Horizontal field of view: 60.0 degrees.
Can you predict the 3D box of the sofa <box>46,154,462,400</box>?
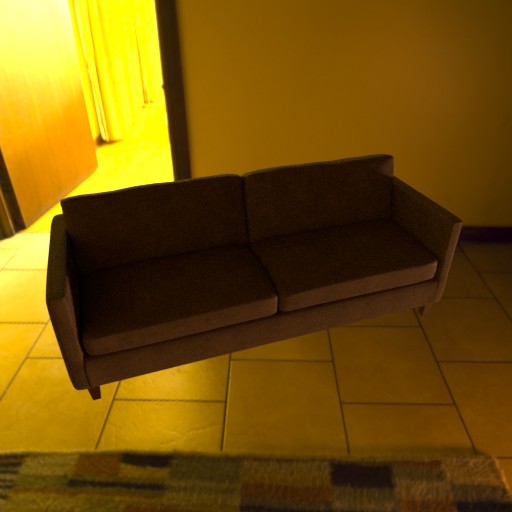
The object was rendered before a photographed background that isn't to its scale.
[{"bbox_3d":[0.000,0.000,2.908,2.434,0.965,0.951,-11,34,-16],"label":"sofa"}]
